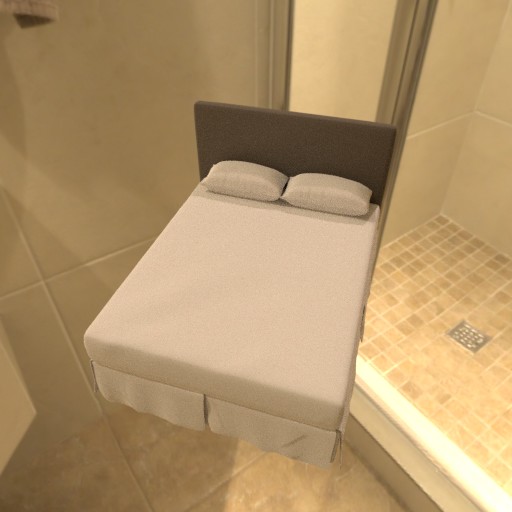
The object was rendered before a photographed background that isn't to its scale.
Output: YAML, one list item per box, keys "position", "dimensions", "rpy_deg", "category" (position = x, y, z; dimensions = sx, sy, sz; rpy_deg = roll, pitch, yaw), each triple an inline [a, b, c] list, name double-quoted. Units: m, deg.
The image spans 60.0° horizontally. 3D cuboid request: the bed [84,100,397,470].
- position: [0.000, 0.000, 3.198]
  dimensions: [1.723, 1.330, 2.142]
  rpy_deg: [12, 42, 13]
  category: "bed"
